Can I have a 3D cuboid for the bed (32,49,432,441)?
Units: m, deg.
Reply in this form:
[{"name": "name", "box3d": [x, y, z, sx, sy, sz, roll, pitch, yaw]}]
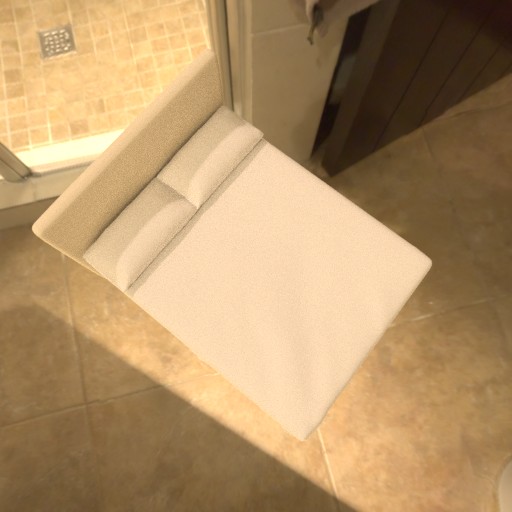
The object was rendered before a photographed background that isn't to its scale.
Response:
[{"name": "bed", "box3d": [0.000, 0.000, 3.257, 2.147, 1.330, 1.714, 38, 78, 9]}]
